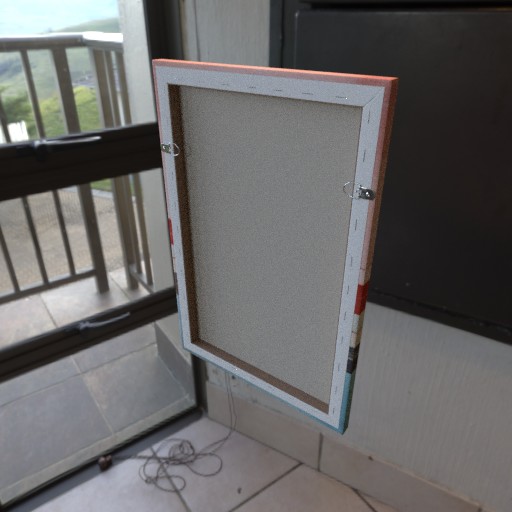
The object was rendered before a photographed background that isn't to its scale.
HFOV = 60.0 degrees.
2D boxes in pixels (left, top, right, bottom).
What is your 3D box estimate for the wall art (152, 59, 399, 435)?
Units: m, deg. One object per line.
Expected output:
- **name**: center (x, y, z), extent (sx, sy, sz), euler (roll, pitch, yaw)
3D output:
- **wall art**: center (0.000, 0.000, 1.163), extent (0.610, 0.914, 0.038), euler (19, 34, 31)
